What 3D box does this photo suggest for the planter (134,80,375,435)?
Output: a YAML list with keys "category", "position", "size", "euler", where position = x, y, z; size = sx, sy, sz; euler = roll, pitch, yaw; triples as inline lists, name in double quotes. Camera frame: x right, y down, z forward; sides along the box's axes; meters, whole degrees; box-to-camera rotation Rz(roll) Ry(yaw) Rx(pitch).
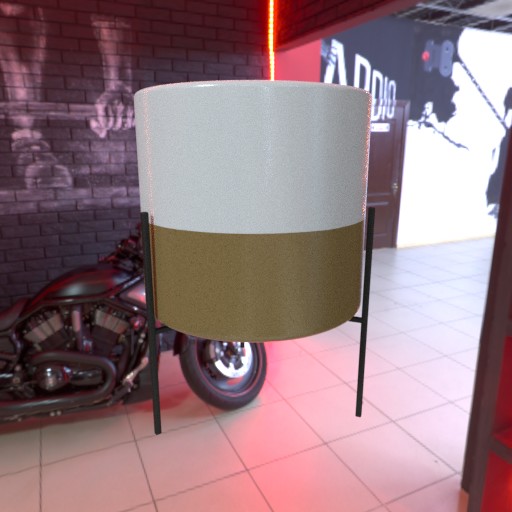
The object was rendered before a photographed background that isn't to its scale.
- category: "planter"
  position: [0.000, 0.000, 0.631]
  size: [0.310, 0.432, 0.310]
  euler: [2, 14, 7]
